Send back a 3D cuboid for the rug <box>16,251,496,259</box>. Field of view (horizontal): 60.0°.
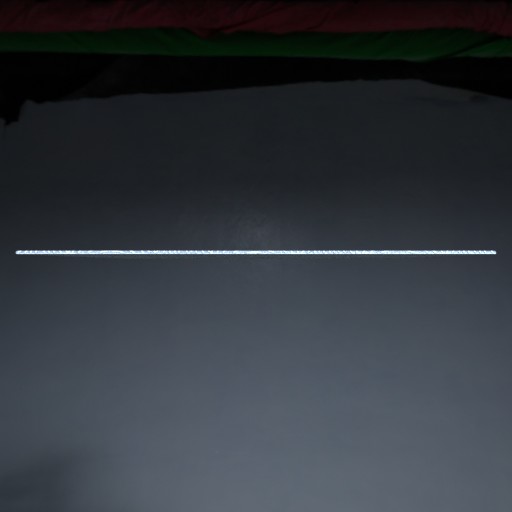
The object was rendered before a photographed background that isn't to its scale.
[{"bbox_3d":[0.000,0.000,4.022,3.042,0.021,2.456,0,-1,0],"label":"rug"}]
